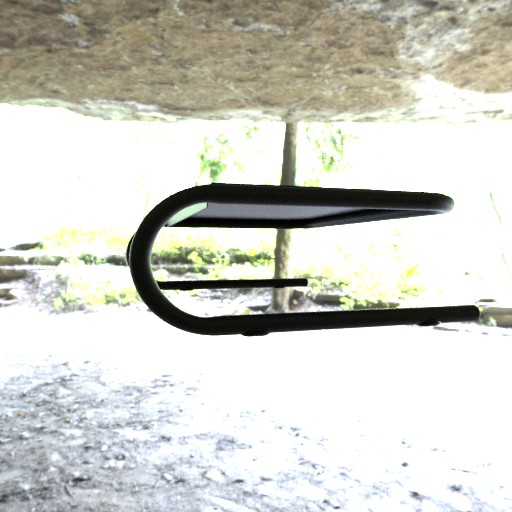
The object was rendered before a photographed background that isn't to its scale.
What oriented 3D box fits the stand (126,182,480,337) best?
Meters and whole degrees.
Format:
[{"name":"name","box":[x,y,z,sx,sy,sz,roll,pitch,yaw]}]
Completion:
[{"name":"stand","box":[0.000,0.000,0.501,0.280,0.108,0.370,0,1,-17]}]
